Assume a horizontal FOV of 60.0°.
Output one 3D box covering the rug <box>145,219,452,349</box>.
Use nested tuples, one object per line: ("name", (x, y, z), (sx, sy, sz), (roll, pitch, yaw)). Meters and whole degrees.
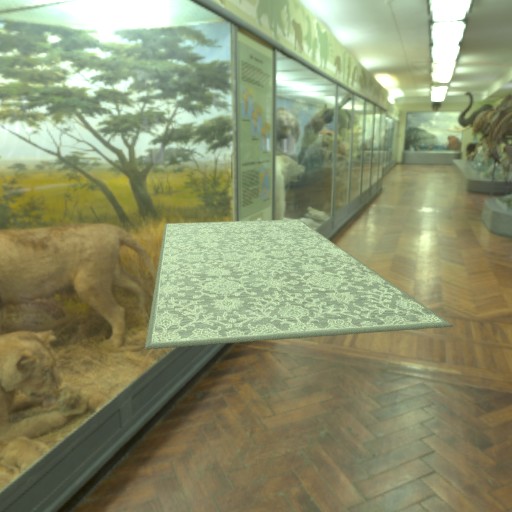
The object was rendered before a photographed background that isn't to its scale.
("rug", (0.000, 0.000, 3.612), (1.546, 0.011, 3.048), (-3, 15, -9))
